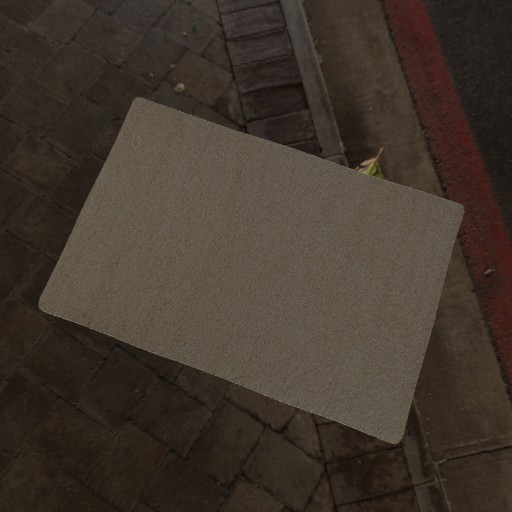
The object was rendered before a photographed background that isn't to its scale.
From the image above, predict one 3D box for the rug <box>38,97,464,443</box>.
[{"bbox_3d":[0.000,0.000,3.254,2.698,0.025,1.798,20,78,4],"label":"rug"}]
